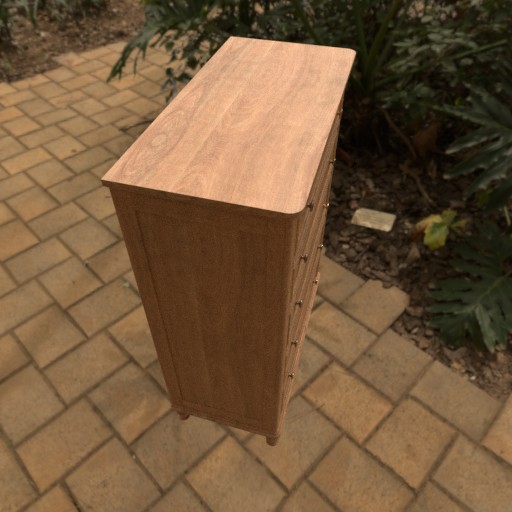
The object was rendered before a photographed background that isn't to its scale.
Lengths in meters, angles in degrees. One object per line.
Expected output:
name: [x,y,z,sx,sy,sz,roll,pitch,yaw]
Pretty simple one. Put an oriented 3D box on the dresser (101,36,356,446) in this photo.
dresser: [0.000,0.000,1.793,0.484,1.318,0.973,12,46,11]
